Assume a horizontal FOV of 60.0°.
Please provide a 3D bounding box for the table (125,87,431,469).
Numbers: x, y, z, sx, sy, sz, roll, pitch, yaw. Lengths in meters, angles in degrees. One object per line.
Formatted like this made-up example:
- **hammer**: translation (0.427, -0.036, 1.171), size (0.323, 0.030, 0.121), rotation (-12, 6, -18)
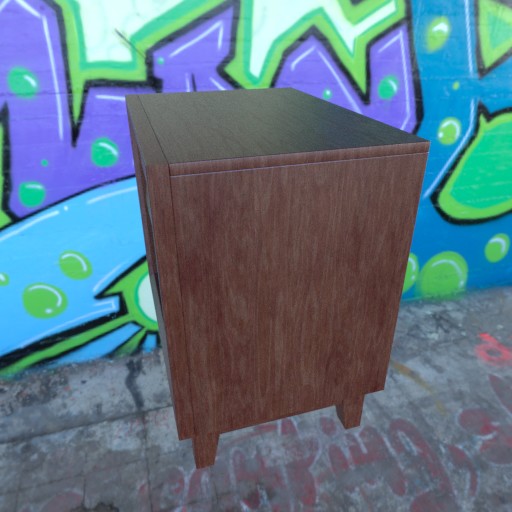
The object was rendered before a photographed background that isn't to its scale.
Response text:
- **table**: translation (0.000, 0.000, 0.969), size (0.449, 0.609, 0.557), rotation (-8, 30, -15)
